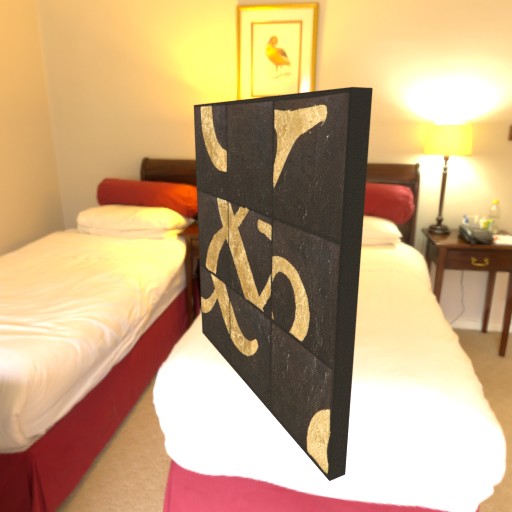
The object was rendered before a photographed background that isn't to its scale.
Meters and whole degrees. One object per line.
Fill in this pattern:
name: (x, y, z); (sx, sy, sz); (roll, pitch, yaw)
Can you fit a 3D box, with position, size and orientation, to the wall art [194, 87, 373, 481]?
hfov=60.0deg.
wall art: (0.000, 0.000, 1.134); (0.044, 0.758, 0.758); (-8, 18, -25)
